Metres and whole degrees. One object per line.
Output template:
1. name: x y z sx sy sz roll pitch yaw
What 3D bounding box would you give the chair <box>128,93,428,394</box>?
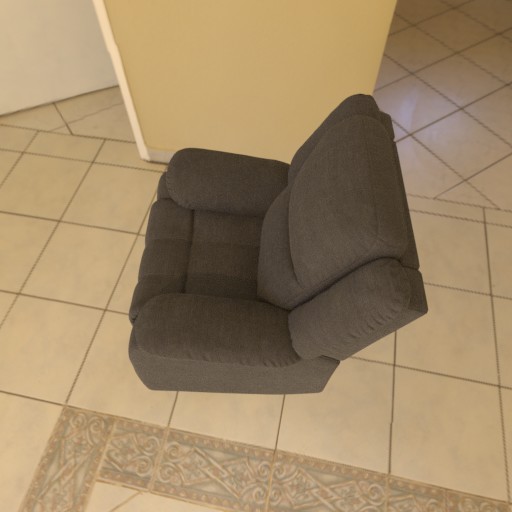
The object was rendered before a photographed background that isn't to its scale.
1. chair: 0.000 0.000 1.692 0.944 1.008 0.899 2 57 1
